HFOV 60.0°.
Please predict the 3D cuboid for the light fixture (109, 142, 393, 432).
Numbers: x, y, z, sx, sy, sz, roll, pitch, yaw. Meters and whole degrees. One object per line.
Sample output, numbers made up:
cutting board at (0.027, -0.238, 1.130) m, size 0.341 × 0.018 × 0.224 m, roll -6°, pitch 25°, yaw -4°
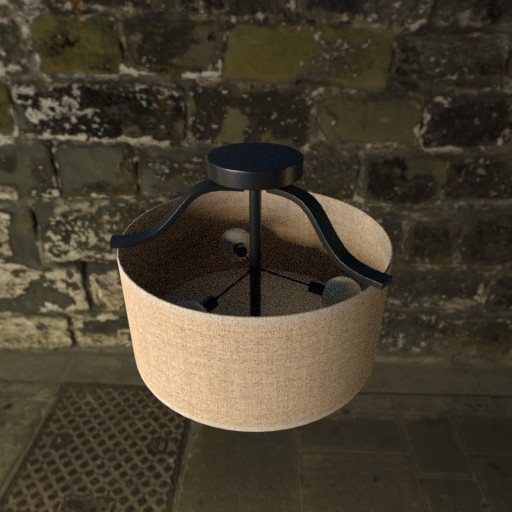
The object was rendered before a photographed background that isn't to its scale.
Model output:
light fixture at (0.000, 0.000, 0.654) m, size 0.390 × 0.306 × 0.390 m, roll 0°, pitch 30°, yaw 0°
